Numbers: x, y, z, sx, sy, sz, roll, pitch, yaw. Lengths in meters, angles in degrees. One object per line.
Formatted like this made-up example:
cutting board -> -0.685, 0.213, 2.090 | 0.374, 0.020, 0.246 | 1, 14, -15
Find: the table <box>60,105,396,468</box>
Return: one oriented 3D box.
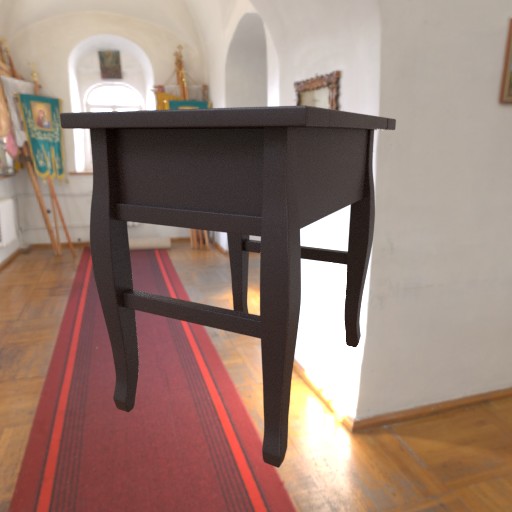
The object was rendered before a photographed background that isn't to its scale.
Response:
table -> 0.000, 0.000, 1.007 | 0.460, 0.605, 0.602 | 8, 17, 26
